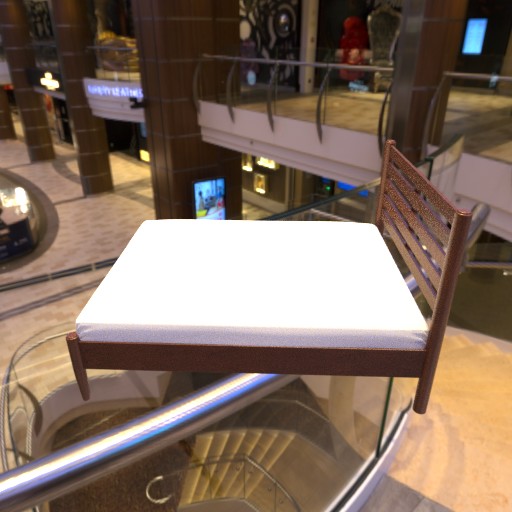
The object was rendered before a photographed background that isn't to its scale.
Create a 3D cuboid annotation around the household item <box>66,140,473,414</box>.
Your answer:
[{"bbox_3d":[0.000,0.000,3.264,2.232,1.356,1.663,1,27,2],"label":"household item"}]
